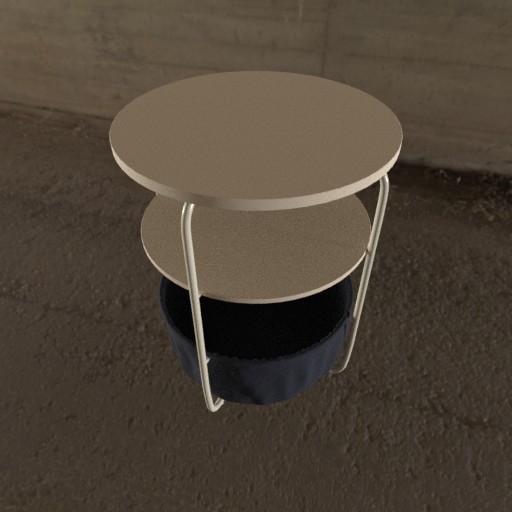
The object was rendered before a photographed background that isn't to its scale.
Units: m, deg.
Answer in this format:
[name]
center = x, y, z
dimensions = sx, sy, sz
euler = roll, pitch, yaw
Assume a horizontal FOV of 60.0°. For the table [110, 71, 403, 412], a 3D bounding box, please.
[table]
center = 0.000, 0.000, 0.827
dimensions = 0.418, 0.532, 0.418
euler = -13, 43, -14
